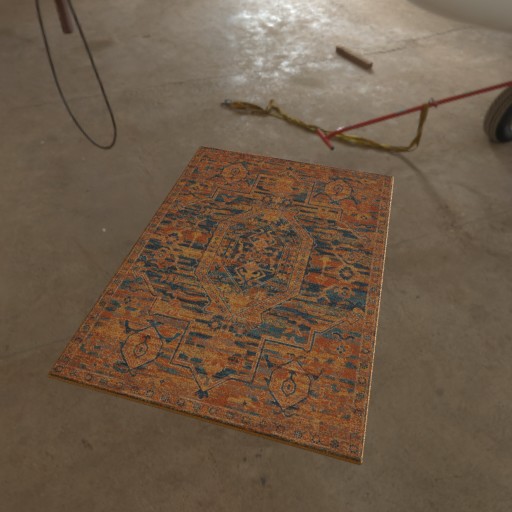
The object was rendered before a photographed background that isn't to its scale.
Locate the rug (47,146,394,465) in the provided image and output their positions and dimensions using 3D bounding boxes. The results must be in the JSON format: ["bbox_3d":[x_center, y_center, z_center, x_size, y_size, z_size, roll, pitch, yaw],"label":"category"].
[{"bbox_3d":[0.000,0.000,2.832,1.588,0.024,2.204,11,47,11],"label":"rug"}]
